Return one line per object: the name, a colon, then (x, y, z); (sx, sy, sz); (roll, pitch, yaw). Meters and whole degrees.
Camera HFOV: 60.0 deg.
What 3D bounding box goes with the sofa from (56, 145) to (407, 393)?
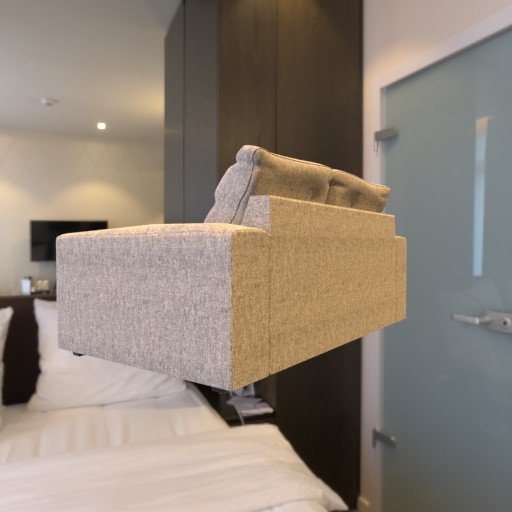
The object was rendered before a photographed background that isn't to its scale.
sofa: (0.000, 0.000, 2.423); (1.094, 0.877, 1.758); (1, 2, 36)
